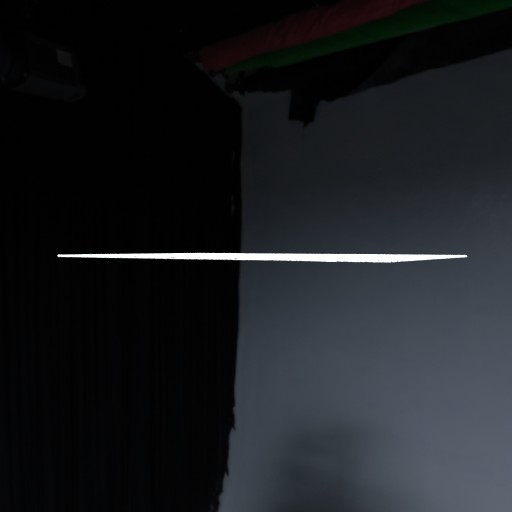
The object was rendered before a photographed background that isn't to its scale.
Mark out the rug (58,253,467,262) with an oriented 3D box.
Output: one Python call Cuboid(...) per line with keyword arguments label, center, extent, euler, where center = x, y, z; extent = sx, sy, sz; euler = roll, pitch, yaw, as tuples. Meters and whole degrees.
Cuboid(label="rug", center=(0.000, 0.000, 3.113), extent=(2.444, 0.012, 1.530), euler=(1, 1, 36))
